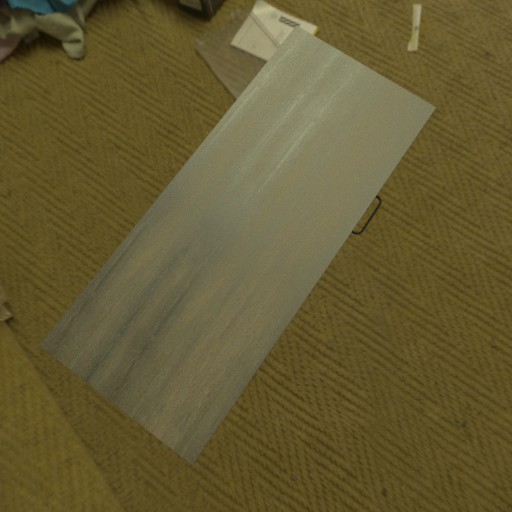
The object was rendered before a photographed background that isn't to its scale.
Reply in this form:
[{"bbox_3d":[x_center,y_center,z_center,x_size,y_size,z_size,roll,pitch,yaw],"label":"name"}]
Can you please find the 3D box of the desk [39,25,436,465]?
[{"bbox_3d":[0.000,0.000,1.529,0.511,0.752,1.134,34,79,8],"label":"desk"}]
